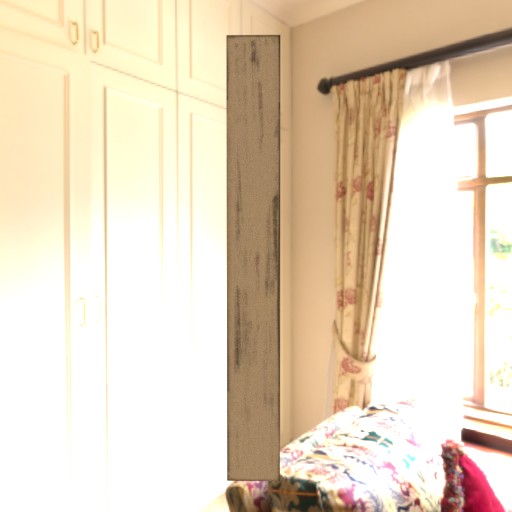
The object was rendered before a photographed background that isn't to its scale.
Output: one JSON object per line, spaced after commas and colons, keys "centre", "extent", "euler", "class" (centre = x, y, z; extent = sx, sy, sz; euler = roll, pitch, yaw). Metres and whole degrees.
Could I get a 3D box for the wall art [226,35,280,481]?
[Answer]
{"centre": [0.000, 0.000, 0.453], "extent": [0.036, 0.303, 0.303], "euler": [0, 1, 1], "class": "wall art"}
